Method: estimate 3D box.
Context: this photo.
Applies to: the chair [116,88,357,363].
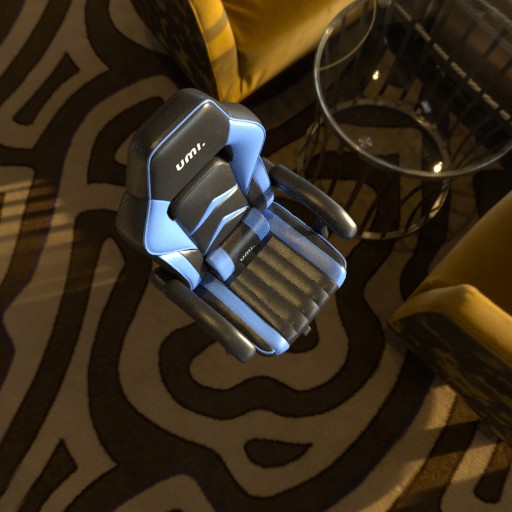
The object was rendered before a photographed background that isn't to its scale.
[{"bbox_3d":[0.000,0.000,1.698,0.700,1.280,0.700,39,78,10],"label":"chair"}]
